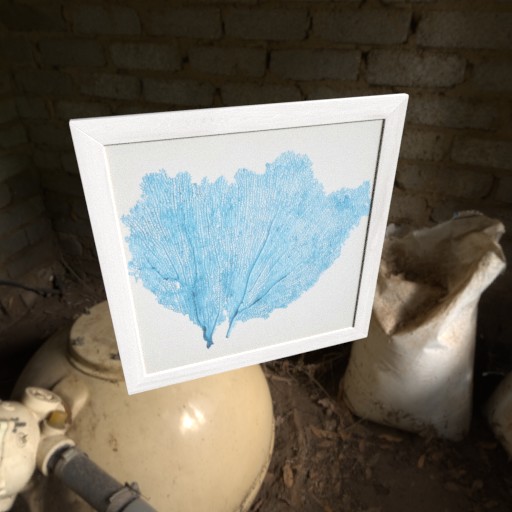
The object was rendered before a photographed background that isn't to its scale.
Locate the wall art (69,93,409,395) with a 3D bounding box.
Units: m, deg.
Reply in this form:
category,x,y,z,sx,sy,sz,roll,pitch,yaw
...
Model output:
category,x,y,z,sx,sy,sz,roll,pitch,yaw
wall art,0.000,0.000,0.887,0.584,0.584,0.013,-10,33,-16
